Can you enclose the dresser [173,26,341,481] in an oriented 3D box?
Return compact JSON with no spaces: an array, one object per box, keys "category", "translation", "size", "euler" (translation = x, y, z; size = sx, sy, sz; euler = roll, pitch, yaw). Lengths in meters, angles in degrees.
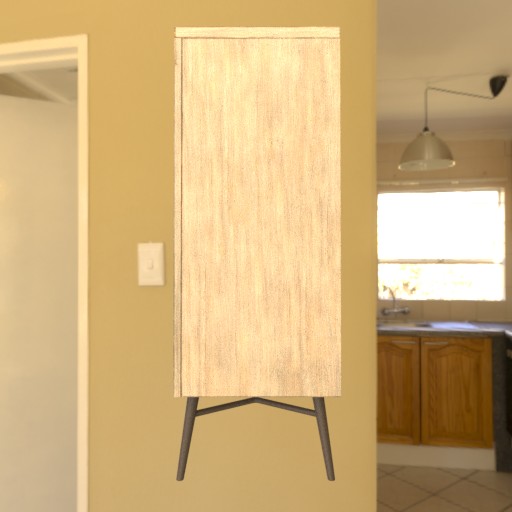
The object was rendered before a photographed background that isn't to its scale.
[{"category":"dresser","translation":[0.000,0.000,1.689],"size":[0.457,1.219,1.016],"euler":[0,-1,0]}]
